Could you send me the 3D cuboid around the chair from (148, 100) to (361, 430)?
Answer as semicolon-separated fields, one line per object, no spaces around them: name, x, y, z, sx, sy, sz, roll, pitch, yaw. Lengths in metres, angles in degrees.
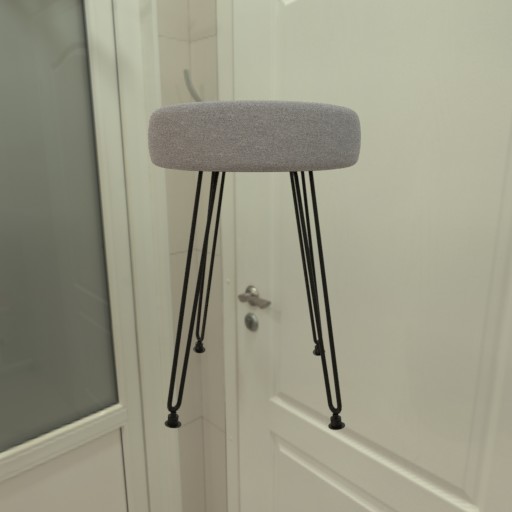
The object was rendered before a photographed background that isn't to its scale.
chair;0.000;0.000;0.685;0.350;0.440;0.350;-13;19;-42
